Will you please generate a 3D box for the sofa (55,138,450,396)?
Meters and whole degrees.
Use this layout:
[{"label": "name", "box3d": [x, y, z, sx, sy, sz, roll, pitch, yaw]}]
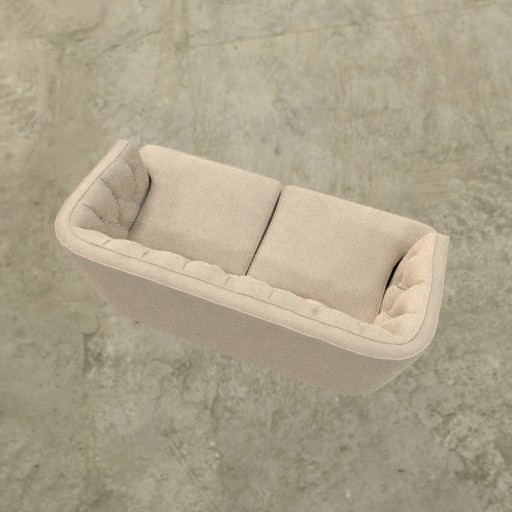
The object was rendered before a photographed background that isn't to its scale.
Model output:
[{"label": "sofa", "box3d": [0.000, 0.000, 2.303, 1.731, 0.878, 0.940, 18, 64, 9]}]
